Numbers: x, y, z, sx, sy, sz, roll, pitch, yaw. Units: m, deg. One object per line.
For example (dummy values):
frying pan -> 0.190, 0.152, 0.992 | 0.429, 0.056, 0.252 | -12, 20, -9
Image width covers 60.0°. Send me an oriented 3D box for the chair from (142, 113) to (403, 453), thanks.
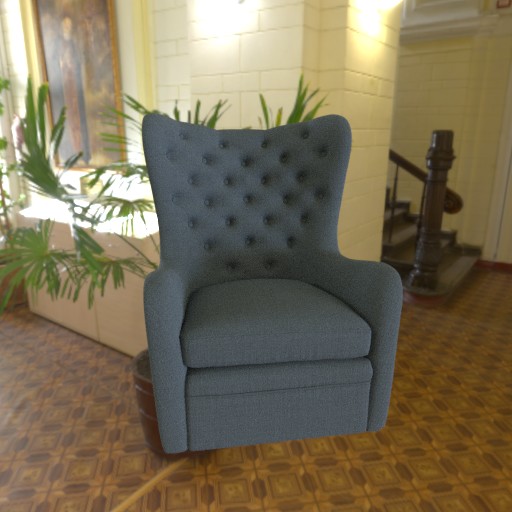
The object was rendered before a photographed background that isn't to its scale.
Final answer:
chair -> 0.000, 0.000, 1.739 | 0.831, 1.079, 0.930 | -3, 16, -9
